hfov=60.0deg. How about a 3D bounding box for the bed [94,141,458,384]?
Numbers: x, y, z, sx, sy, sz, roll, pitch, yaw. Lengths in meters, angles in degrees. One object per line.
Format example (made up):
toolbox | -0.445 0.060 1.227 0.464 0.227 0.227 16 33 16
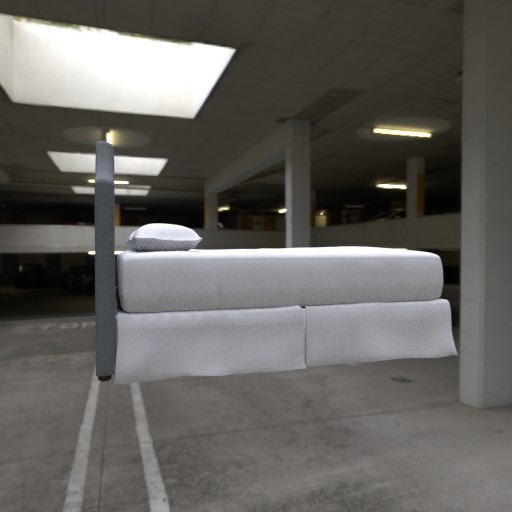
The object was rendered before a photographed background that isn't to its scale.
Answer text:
bed | 0.000 0.000 3.391 2.259 1.296 1.811 0 1 -18
